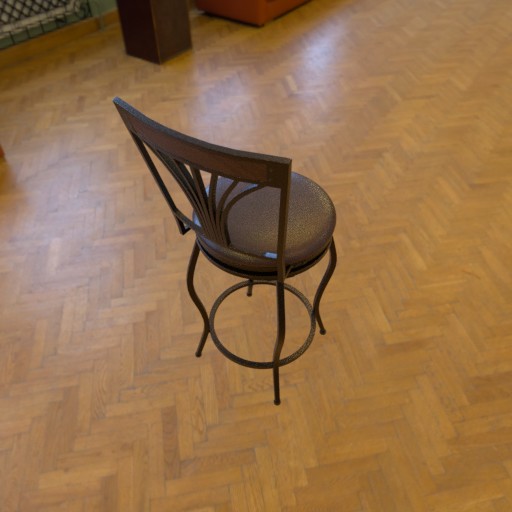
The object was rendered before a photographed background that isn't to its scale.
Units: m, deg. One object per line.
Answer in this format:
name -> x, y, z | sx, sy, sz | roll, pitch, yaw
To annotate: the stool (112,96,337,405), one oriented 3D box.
stool -> 0.000, 0.000, 1.392 | 0.433, 1.117, 0.514 | 25, 51, 22
